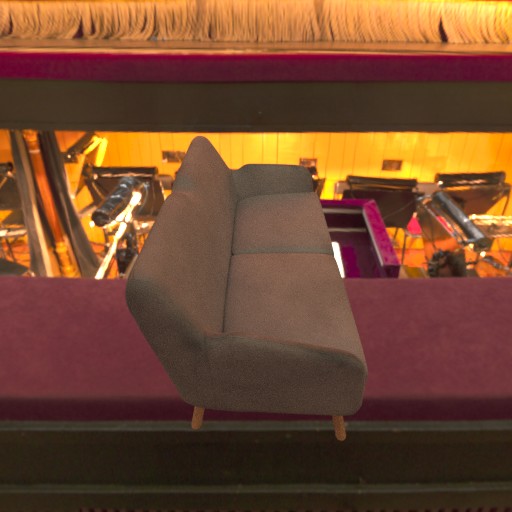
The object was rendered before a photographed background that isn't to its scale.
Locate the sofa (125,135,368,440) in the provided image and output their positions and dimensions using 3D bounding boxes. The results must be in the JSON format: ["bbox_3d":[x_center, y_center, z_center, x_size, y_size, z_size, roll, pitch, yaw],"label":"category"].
[{"bbox_3d":[0.000,0.000,2.304,0.850,0.810,1.870,0,31,0],"label":"sofa"}]
